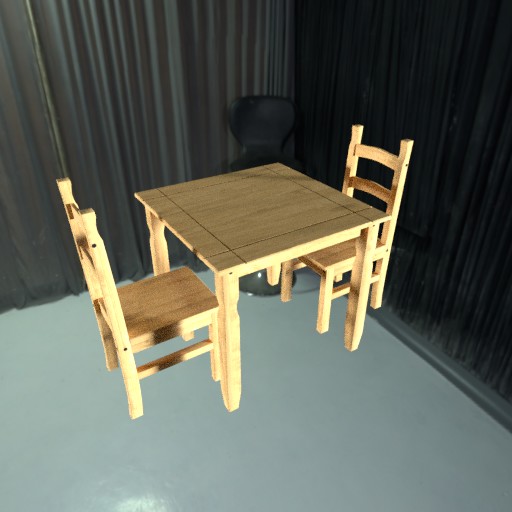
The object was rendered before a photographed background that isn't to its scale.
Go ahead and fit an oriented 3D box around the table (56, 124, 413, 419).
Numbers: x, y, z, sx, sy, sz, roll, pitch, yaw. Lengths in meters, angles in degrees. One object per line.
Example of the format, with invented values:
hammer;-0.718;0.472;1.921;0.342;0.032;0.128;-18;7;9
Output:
table;0.000;0.000;2.074;1.501;0.942;0.813;-18;35;-28
